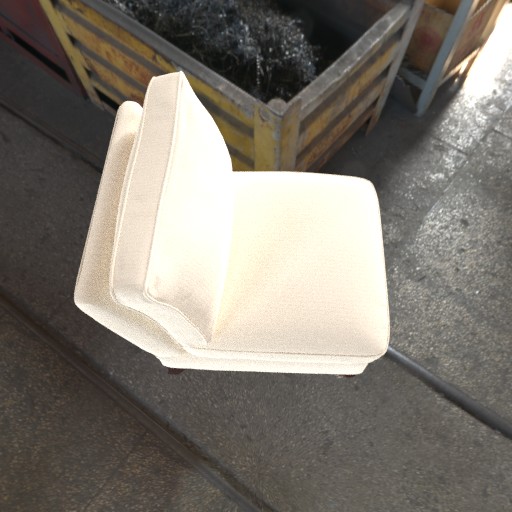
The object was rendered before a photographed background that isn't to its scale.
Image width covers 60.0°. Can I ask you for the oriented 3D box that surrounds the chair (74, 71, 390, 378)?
[{"bbox_3d":[0.000,0.000,1.375,0.781,0.887,0.630,2,64,1],"label":"chair"}]
